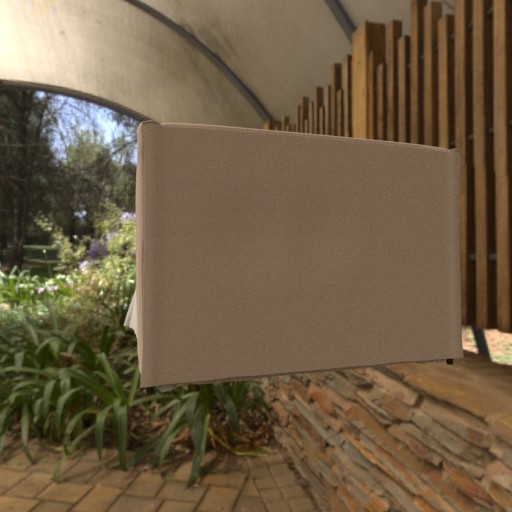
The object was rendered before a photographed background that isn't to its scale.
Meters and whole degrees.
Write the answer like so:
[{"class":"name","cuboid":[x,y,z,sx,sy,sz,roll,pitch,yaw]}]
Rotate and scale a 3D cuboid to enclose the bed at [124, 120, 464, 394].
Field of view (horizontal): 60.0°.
[{"class":"bed","cuboid":[0.000,0.000,3.462,1.925,1.332,2.276,0,0,-18]}]
